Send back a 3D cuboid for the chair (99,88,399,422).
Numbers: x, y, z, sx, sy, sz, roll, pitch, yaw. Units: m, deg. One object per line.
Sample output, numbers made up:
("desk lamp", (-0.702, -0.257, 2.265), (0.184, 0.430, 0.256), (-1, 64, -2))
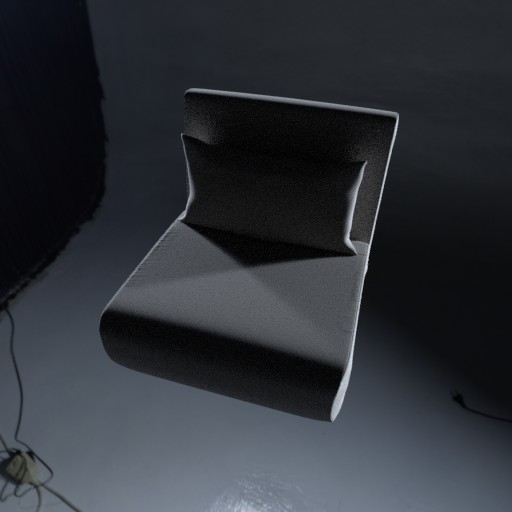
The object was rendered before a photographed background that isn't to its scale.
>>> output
("chair", (0.000, 0.000, 1.538), (0.770, 0.808, 0.902), (11, 43, 12))
